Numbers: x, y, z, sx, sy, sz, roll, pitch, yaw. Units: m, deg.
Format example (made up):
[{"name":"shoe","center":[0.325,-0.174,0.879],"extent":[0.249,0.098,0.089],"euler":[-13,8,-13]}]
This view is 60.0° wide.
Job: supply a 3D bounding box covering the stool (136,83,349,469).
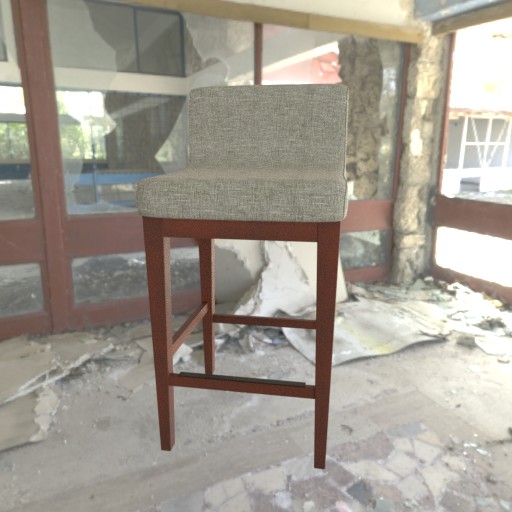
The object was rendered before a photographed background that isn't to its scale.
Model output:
[{"name":"stool","center":[0.000,0.000,1.082],"extent":[0.417,0.835,0.459],"euler":[2,14,10]}]
